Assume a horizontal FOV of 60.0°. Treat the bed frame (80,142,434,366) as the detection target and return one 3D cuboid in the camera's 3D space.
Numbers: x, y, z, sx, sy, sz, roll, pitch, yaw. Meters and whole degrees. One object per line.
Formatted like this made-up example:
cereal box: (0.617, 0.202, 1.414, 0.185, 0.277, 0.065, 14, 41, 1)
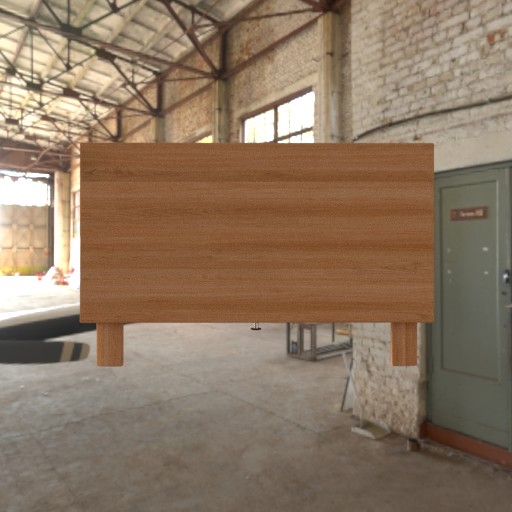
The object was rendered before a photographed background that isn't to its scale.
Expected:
bed frame: (0.000, 0.000, 2.834, 1.472, 0.940, 1.992, 0, 0, 0)
